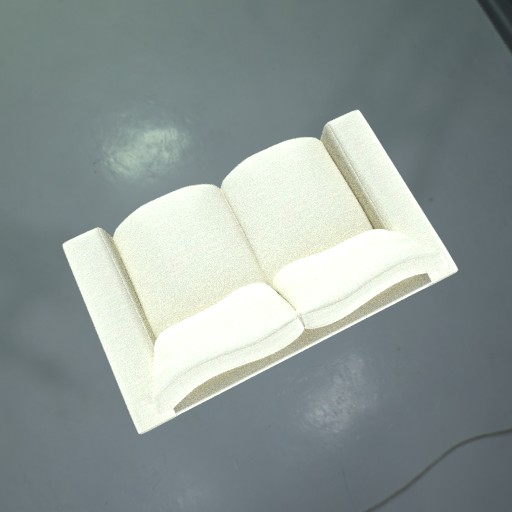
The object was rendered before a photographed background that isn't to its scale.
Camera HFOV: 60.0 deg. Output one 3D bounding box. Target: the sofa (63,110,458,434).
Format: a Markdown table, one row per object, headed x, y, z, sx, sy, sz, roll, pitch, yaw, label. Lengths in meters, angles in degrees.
| x | y | z | sx | sy | sz | roll | pitch | yaw | label |
| --- | --- | --- | --- | --- | --- | --- | --- | --- | --- |
| 0.000 | 0.000 | 2.348 | 1.754 | 0.875 | 1.091 | -26 | 77 | -6 | sofa |
